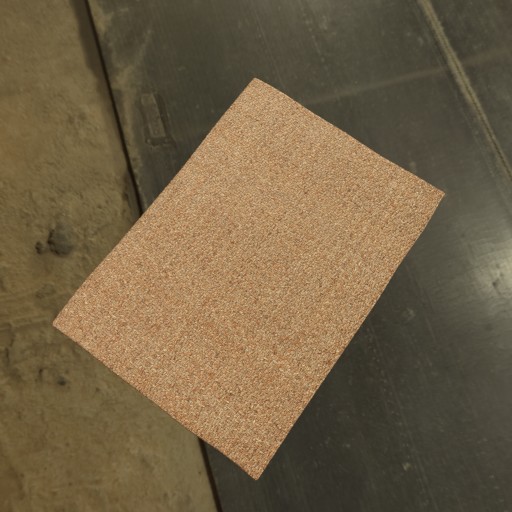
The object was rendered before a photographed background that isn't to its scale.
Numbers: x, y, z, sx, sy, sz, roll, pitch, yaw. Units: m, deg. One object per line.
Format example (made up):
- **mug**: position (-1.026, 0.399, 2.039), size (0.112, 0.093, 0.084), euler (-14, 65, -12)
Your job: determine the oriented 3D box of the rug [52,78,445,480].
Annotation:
- **rug**: position (0.000, 0.000, 2.807), size (1.566, 0.013, 2.141), euler (34, 78, 8)
